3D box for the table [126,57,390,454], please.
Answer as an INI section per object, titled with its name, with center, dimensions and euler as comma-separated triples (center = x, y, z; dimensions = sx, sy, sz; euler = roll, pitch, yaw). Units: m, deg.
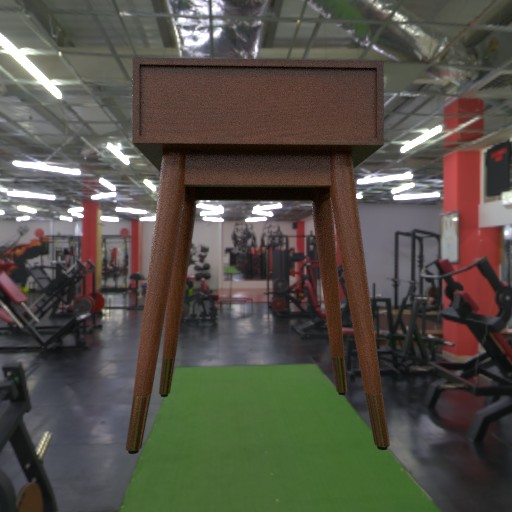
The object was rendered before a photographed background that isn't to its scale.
[table]
center = 0.000, 0.000, 0.822
dimensions = 0.406, 0.599, 0.300
euler = 0, 0, -2
